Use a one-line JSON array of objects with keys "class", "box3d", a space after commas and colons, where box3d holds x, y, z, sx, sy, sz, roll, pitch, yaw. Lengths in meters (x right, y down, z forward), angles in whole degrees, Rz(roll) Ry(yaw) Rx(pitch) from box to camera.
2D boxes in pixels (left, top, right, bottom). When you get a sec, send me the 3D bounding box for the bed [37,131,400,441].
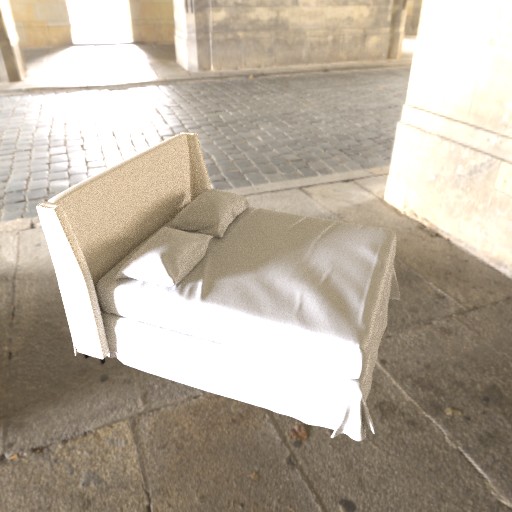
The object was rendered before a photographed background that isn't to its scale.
[{"class": "bed", "box3d": [0.000, 0.000, 3.528, 2.276, 1.332, 1.925, 11, 33, 18]}]
